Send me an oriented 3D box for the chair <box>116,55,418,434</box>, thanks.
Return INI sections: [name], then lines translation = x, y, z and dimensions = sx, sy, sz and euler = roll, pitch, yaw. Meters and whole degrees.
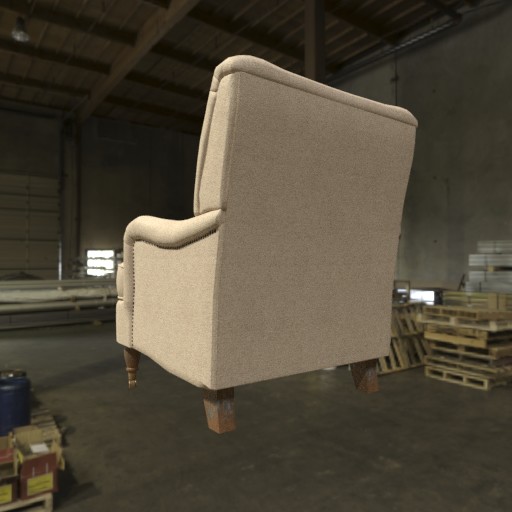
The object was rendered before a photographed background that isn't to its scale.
[chair]
translation = 0.000, 0.000, 1.797
dimensions = 0.879, 1.119, 0.953
euler = 1, -1, -37
